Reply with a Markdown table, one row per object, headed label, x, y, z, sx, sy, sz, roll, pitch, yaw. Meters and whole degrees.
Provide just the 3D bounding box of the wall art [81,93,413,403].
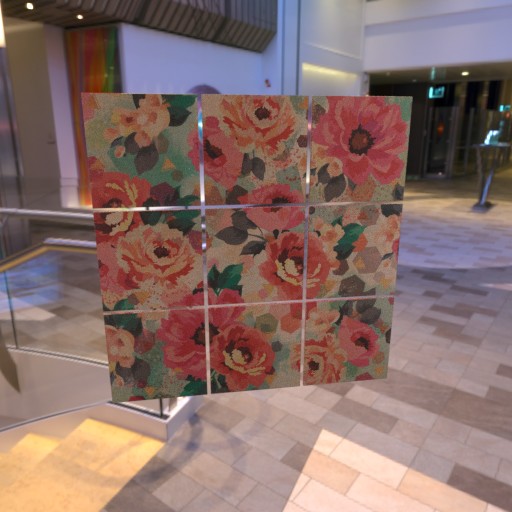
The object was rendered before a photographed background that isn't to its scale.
| label | x | y | z | sx | sy | sz | roll | pitch | yaw |
| --- | --- | --- | --- | --- | --- | --- | --- | --- | --- |
| wall art | 0.000 | 0.000 | 1.782 | 1.216 | 1.220 | 0.013 | -3 | 16 | -9 |
